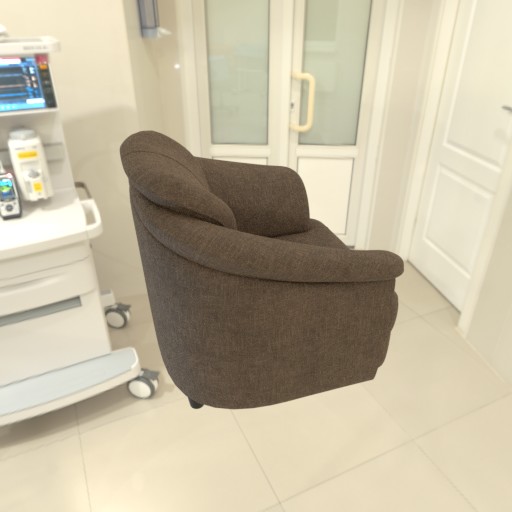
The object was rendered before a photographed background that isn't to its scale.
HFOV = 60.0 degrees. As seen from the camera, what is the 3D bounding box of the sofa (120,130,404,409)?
[{"bbox_3d":[0.000,0.000,1.537,0.794,0.811,0.870,-9,31,-16],"label":"sofa"}]
